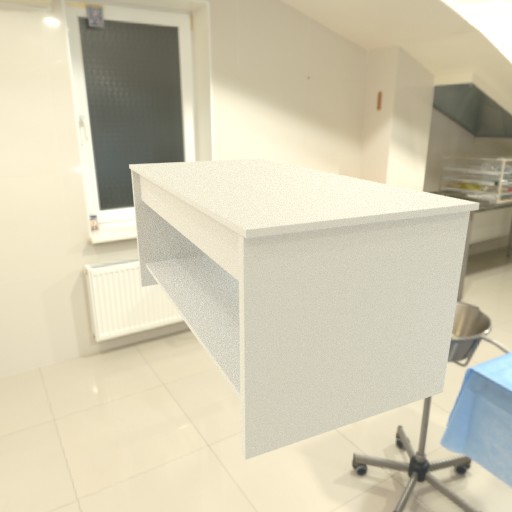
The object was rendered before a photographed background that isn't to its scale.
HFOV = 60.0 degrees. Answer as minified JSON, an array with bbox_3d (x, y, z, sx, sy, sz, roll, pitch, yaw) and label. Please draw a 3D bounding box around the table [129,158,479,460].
[{"bbox_3d":[0.000,0.000,1.265,0.500,0.441,1.000,-8,19,-24],"label":"table"}]
